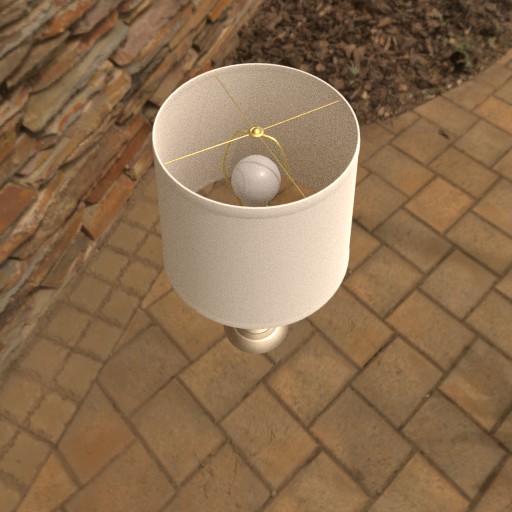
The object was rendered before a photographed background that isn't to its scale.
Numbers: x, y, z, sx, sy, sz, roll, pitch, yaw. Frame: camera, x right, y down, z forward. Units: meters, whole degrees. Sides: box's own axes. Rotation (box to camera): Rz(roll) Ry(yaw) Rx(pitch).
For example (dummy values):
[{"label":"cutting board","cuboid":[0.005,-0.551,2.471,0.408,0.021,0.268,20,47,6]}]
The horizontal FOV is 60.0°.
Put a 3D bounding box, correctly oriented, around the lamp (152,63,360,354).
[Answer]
[{"label":"lamp","cuboid":[0.000,0.000,0.824,0.328,0.619,0.328,0,58,0]}]
